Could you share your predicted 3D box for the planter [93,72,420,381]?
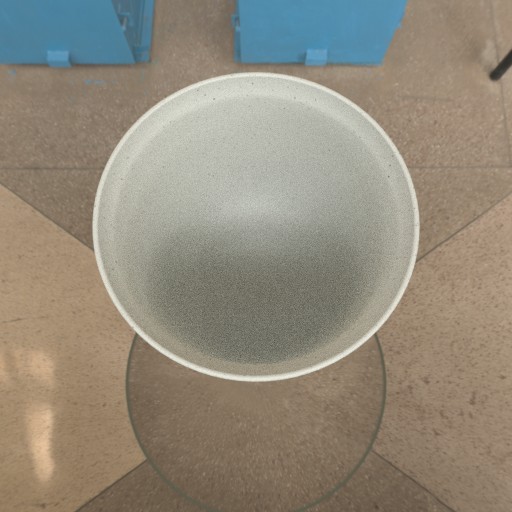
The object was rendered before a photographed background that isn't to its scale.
[{"bbox_3d":[0.000,0.000,0.379,0.204,0.214,0.204,0,75,0],"label":"planter"}]
